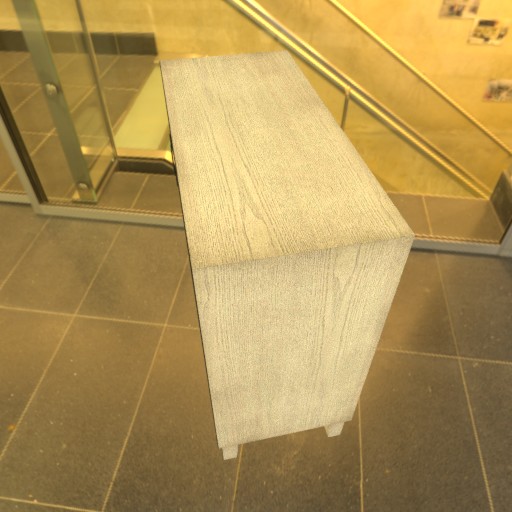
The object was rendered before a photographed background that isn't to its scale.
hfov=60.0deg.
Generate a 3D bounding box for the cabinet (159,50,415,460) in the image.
[{"bbox_3d":[0.000,0.000,1.219,0.370,0.787,0.781,-9,46,-8],"label":"cabinet"}]
